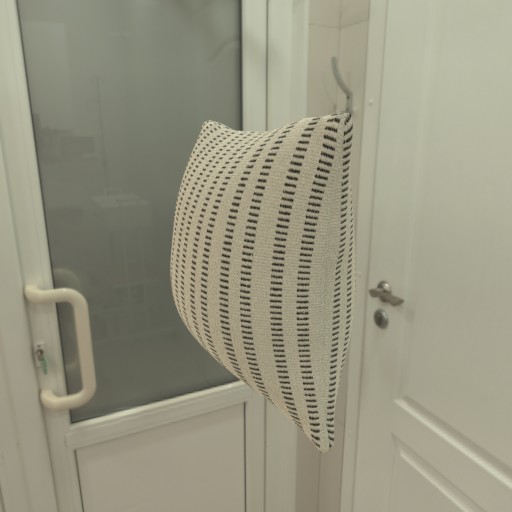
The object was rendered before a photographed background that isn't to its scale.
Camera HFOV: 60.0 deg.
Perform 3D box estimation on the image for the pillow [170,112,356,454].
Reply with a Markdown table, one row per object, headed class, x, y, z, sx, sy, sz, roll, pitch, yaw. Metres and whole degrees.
| class | x | y | z | sx | sy | sz | roll | pitch | yaw |
| --- | --- | --- | --- | --- | --- | --- | --- | --- | --- |
| pillow | 0.000 | 0.000 | 0.700 | 0.247 | 0.419 | 0.438 | -7 | 17 | -25 |
